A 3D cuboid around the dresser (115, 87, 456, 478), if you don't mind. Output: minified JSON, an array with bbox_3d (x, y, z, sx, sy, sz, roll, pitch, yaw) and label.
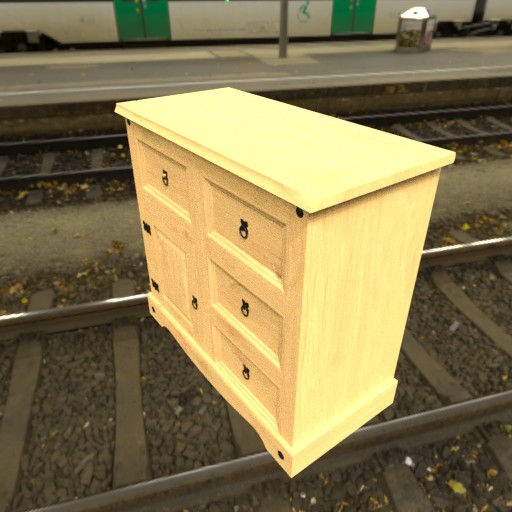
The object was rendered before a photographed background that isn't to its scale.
[{"bbox_3d":[0.000,0.000,1.412,0.440,0.835,0.915,-21,37,-31],"label":"dresser"}]
